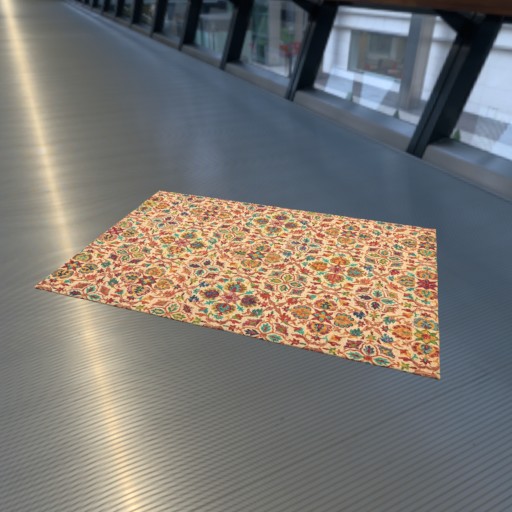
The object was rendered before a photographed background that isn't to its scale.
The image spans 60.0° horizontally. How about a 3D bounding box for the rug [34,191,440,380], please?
[{"bbox_3d":[0.000,0.000,2.373,1.838,0.013,1.226,10,33,16],"label":"rug"}]
